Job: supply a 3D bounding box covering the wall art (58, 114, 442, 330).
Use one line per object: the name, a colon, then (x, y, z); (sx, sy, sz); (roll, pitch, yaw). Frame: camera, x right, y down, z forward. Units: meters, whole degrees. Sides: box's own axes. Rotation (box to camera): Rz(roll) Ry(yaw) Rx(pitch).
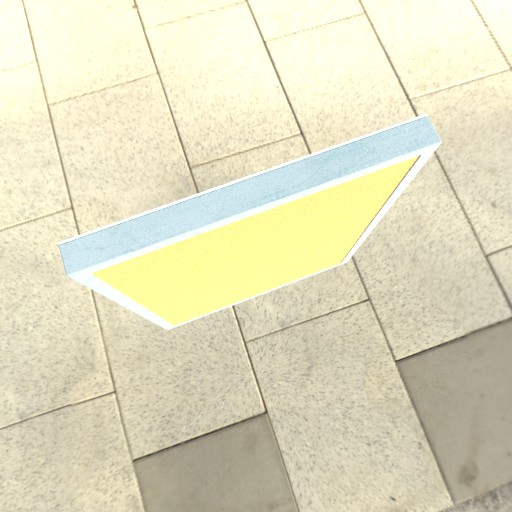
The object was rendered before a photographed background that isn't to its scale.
wall art: (0.000, 0.000, 0.701); (0.409, 0.509, 0.037); (-20, 76, -5)
